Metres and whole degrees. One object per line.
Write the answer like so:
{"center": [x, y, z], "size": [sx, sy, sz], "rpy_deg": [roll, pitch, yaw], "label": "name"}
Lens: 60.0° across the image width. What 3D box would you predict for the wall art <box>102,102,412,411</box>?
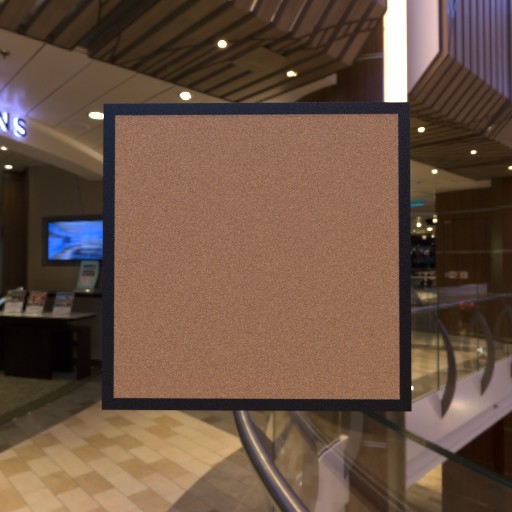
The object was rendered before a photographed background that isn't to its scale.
{"center": [0.000, 0.000, 0.749], "size": [0.508, 0.508, 0.038], "rpy_deg": [0, -1, 1], "label": "wall art"}
